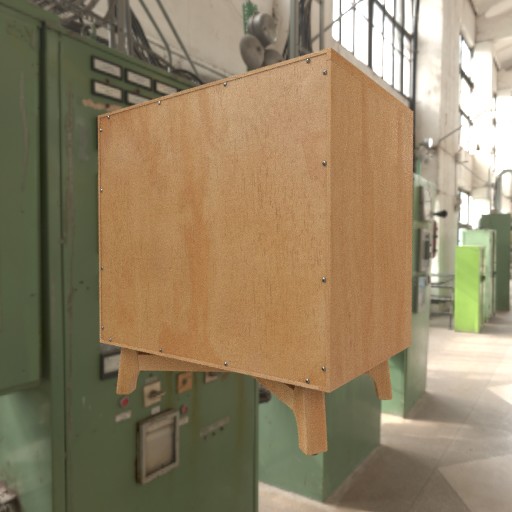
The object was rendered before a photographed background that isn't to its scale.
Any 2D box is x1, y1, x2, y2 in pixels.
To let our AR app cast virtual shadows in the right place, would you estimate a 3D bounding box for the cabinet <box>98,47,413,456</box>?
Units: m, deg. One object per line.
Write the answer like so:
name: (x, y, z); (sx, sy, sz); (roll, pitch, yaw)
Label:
cabinet: (0.000, 0.000, 0.948); (0.551, 0.599, 0.394); (1, 2, 37)
